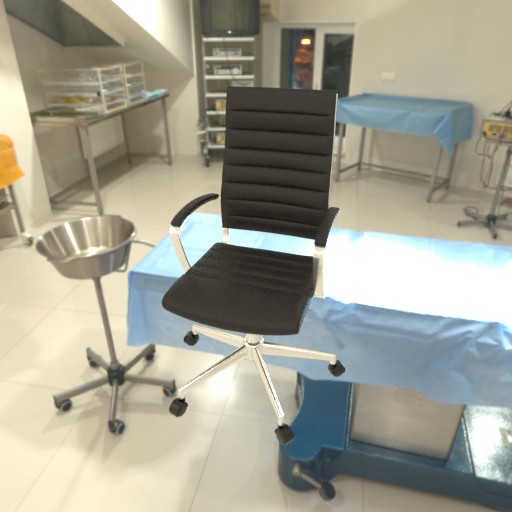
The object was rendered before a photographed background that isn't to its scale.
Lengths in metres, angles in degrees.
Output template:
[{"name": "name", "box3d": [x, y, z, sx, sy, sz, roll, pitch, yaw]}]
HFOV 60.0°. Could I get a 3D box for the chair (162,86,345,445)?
[{"name": "chair", "box3d": [0.000, 0.000, 1.716, 0.766, 1.149, 0.739, 9, 29, 16]}]
